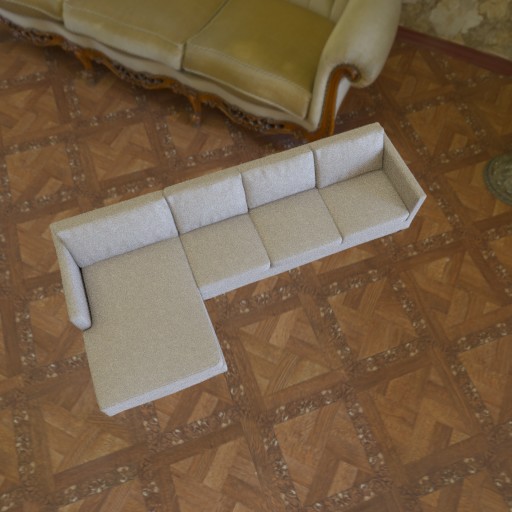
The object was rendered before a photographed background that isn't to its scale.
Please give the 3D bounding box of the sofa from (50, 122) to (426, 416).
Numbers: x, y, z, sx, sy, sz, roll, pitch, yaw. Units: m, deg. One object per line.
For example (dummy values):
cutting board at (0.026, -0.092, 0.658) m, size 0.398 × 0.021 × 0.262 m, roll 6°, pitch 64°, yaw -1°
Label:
sofa at (0.000, 0.000, 3.936) m, size 3.186 × 0.846 × 1.625 m, roll -19°, pitch 65°, yaw -9°
